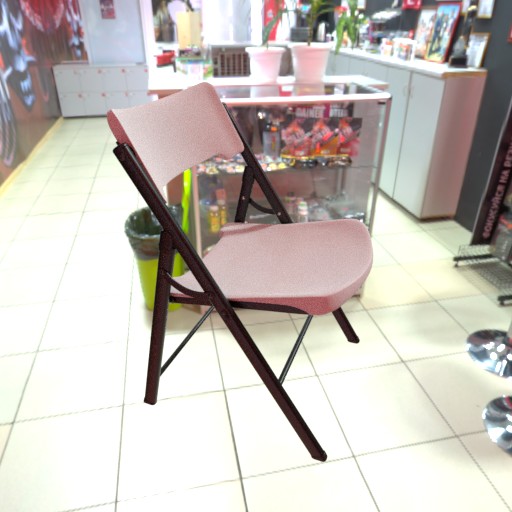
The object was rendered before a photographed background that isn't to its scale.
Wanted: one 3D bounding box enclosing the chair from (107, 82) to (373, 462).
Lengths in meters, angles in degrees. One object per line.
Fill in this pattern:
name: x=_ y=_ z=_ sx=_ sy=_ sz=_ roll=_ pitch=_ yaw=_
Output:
chair: x=0.000 y=0.000 z=1.135 sx=0.577 sy=0.765 sz=0.482 roll=11 pitch=31 yaw=18
